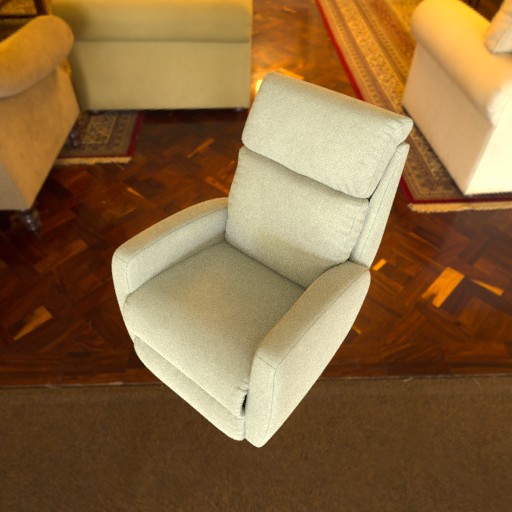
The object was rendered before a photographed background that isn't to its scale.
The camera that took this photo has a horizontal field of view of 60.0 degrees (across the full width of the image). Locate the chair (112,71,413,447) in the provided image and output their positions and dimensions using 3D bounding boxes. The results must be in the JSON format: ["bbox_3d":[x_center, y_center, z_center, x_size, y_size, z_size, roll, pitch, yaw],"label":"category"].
[{"bbox_3d":[0.000,0.000,1.692,0.812,1.015,0.941,30,53,26],"label":"chair"}]
